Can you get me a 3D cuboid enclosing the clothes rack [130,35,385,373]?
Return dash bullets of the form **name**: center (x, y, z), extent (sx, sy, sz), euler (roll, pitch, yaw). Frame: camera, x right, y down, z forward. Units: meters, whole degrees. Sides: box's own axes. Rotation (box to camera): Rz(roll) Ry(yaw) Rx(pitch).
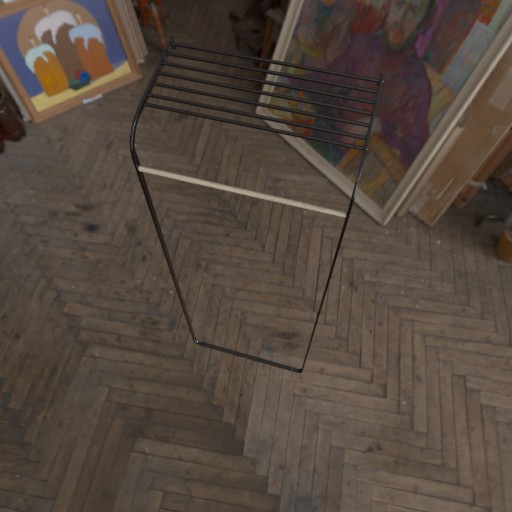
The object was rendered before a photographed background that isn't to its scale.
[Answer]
- **clothes rack**: center (0.000, 0.000, 1.795), extent (0.609, 1.574, 0.349), euler (14, 60, 8)
